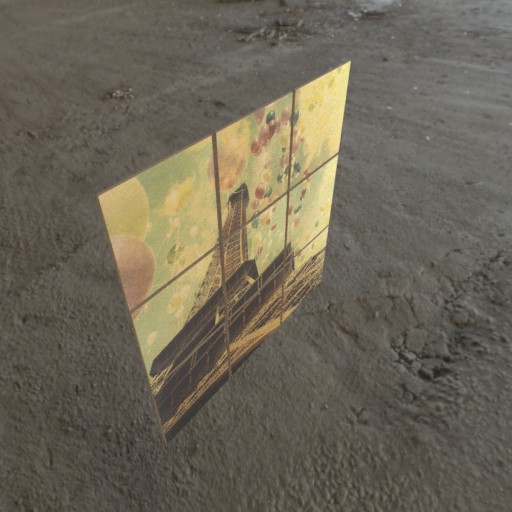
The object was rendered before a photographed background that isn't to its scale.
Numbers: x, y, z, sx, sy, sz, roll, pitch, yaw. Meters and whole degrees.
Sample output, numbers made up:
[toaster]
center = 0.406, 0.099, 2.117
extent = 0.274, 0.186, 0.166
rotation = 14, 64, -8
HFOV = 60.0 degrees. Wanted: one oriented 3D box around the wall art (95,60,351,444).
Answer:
[wall art]
center = 0.000, 0.000, 1.796
extent = 0.013, 1.218, 1.219
rotation = 27, 48, 27
